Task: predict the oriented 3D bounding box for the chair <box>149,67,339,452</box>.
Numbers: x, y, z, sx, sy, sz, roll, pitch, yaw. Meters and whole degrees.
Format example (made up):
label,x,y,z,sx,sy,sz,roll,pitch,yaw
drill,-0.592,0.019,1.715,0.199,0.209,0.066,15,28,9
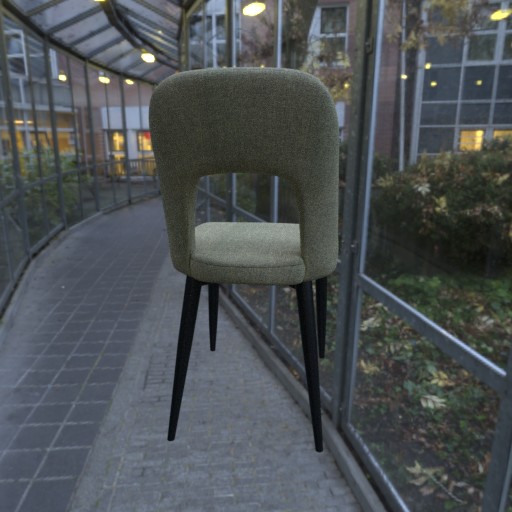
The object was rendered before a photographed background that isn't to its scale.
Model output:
label,x,y,z,sx,sy,sz,roll,pitch,yaw
chair,0.000,0.000,1.280,0.470,0.931,0.612,2,14,8
